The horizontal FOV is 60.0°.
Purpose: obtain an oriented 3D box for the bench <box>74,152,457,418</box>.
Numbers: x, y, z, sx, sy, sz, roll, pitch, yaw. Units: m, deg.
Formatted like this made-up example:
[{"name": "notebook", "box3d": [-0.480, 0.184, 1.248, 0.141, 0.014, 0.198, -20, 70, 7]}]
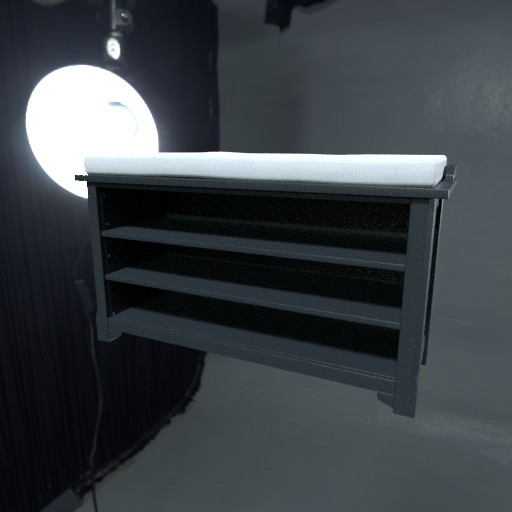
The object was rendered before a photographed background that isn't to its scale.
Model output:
[{"name": "bench", "box3d": [0.000, 0.000, 1.240, 0.973, 0.561, 0.345, 7, 16, 25]}]
